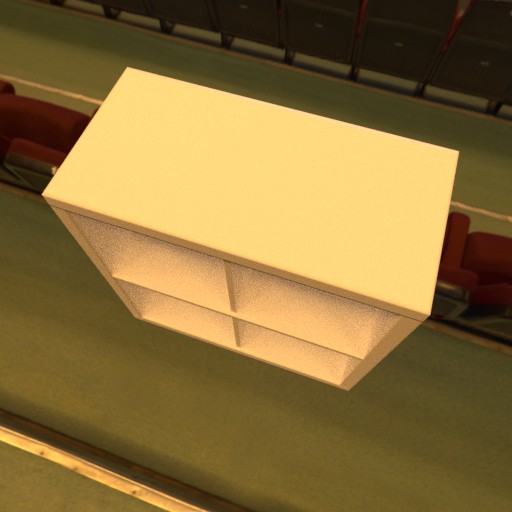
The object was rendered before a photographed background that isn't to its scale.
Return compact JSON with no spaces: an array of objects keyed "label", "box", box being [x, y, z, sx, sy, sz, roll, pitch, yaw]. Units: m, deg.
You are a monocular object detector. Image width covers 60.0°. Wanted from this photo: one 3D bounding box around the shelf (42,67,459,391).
[{"label":"shelf","box":[0.000,0.000,1.280,0.790,0.786,0.390,17,65,8]}]
